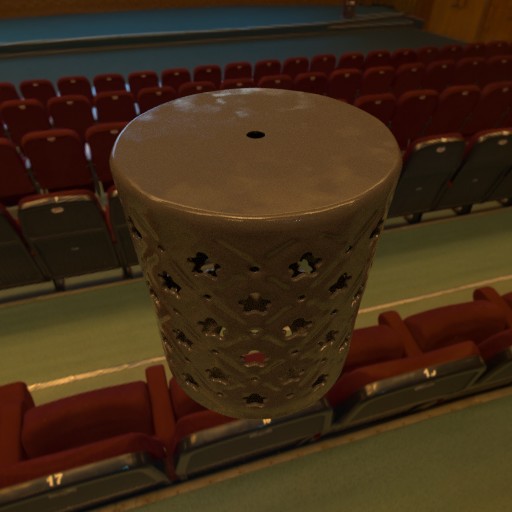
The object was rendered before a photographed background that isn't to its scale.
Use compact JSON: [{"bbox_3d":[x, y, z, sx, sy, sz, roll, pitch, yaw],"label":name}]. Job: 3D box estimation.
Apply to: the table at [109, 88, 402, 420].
[{"bbox_3d":[0.000,0.000,0.664,0.352,0.387,0.352,0,40,0],"label":"table"}]
